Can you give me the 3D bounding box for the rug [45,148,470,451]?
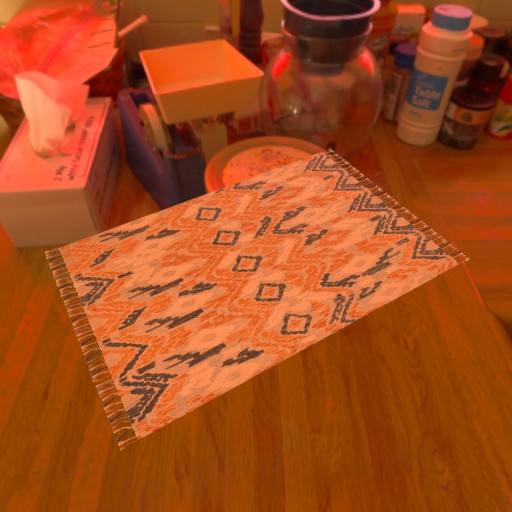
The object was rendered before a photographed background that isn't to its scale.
[{"bbox_3d":[0.000,0.000,2.984,2.428,0.010,1.533,-24,51,-21],"label":"rug"}]
